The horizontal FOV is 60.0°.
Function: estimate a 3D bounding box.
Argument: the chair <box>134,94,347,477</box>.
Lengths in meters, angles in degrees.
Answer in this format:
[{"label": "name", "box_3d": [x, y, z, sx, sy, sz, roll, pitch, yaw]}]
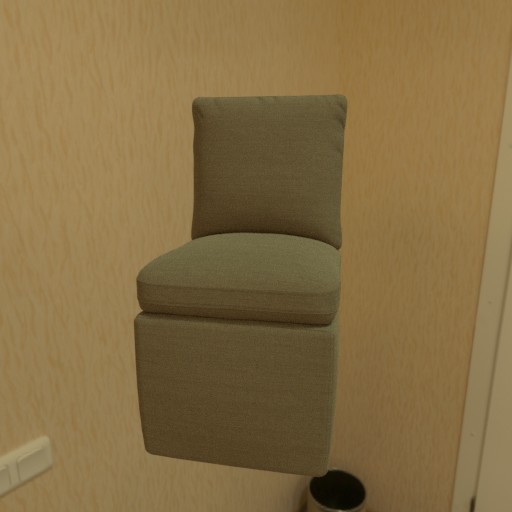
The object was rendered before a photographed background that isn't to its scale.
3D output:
[{"label": "chair", "box_3d": [0.000, 0.000, 1.305, 0.503, 0.927, 0.698, 3, 15, 10]}]
